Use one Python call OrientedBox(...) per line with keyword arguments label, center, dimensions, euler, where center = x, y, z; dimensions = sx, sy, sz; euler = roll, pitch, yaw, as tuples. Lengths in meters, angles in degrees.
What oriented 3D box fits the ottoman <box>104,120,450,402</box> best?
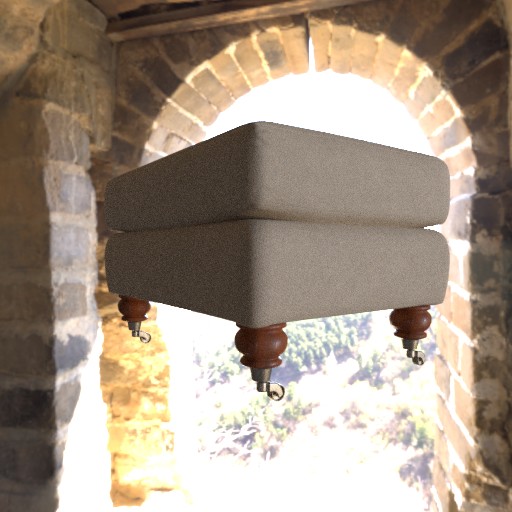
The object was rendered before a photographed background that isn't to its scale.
OrientedBox(label="ottoman", center=(0.000, 0.000, 1.135), dimensions=(0.569, 0.504, 0.773), euler=(0, 1, -36))
